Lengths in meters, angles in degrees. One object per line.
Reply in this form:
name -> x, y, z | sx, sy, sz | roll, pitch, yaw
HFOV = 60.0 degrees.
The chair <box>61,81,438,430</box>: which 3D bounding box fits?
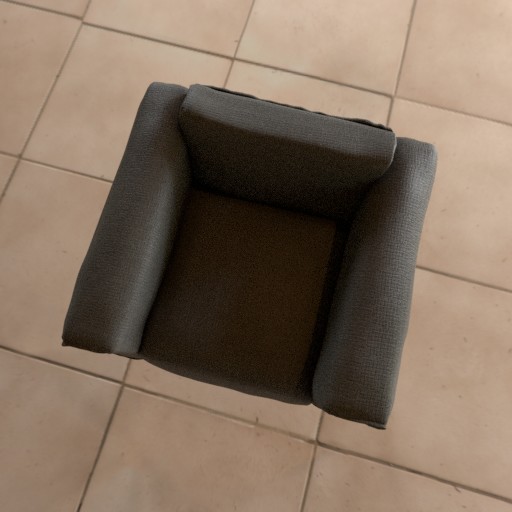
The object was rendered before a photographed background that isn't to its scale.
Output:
chair -> 0.000, 0.000, 1.637 | 1.056, 0.646, 0.969 | 14, 75, 4
